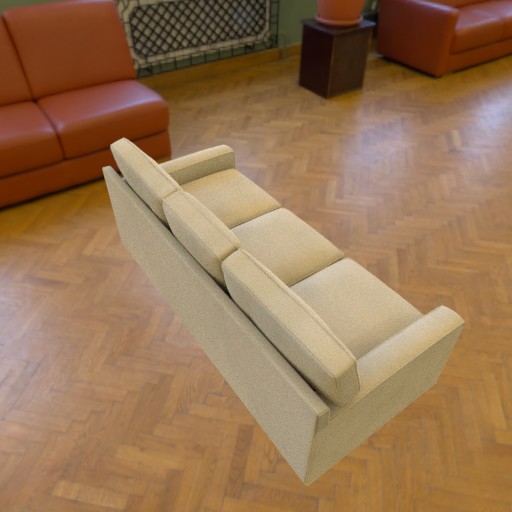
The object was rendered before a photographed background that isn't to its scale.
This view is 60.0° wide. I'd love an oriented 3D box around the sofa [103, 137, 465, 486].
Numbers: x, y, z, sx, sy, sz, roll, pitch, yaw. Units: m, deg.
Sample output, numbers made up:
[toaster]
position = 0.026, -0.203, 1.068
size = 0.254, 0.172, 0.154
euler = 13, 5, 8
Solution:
[sofa]
position = 0.000, 0.000, 2.561
size = 0.935, 0.862, 2.088
euler = -26, 48, -25
